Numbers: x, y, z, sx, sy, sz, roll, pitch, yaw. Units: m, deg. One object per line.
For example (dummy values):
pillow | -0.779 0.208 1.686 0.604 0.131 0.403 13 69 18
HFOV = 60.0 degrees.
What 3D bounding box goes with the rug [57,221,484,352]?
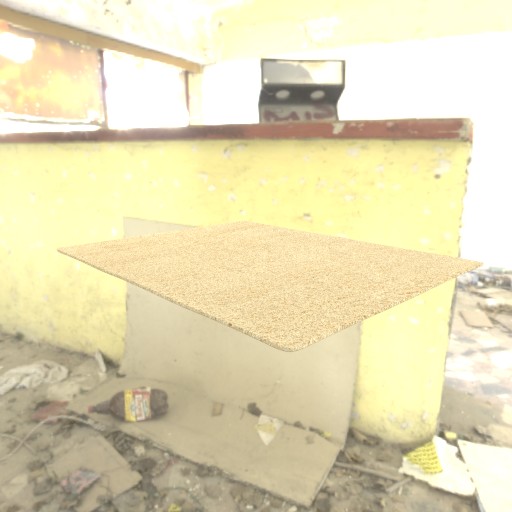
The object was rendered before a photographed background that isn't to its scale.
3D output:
rug | 0.000 0.000 3.927 2.401 0.025 3.001 -13 19 -42
